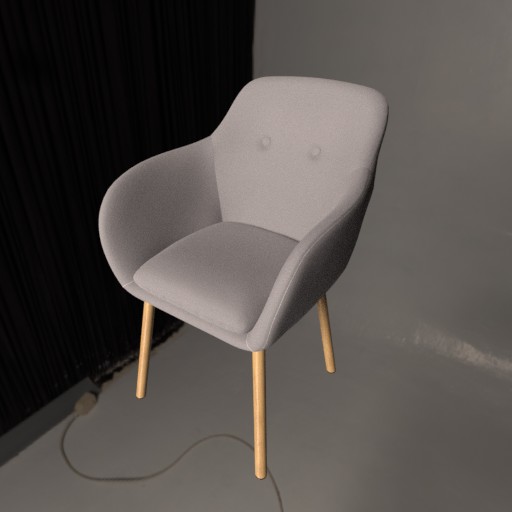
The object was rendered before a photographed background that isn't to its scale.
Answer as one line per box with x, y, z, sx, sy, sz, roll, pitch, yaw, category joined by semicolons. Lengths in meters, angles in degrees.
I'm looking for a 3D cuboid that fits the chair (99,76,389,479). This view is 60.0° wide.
0.000;0.000;1.186;0.570;0.830;0.590;20;35;30;chair
